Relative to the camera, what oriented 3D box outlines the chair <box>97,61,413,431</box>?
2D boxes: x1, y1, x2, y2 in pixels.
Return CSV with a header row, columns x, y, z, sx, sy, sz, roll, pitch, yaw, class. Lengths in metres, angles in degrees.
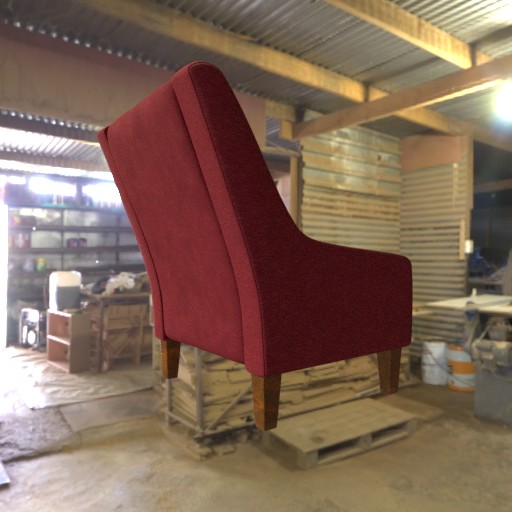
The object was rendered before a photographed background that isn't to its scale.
x,y,z,sx,sy,sz,roll,pitch,yaw,class
0.000,0.000,1.701,0.985,1.017,0.793,0,0,-36,chair
